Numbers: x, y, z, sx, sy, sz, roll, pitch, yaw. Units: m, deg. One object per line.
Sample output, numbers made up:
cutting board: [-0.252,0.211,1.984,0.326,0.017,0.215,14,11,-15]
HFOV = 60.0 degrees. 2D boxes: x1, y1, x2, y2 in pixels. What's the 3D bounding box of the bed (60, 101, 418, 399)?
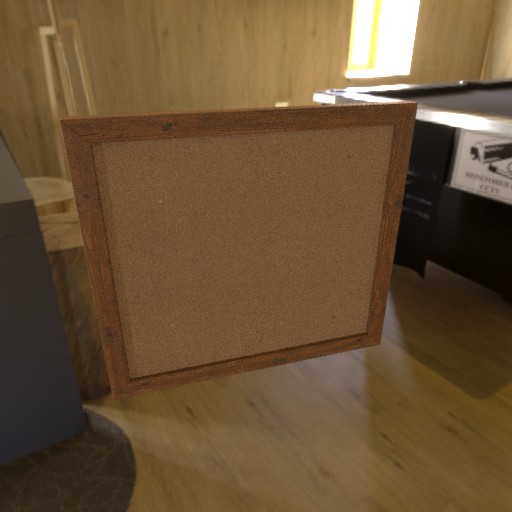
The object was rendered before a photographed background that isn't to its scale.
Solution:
bed: [0.000,0.000,1.480,1.046,0.942,0.046,-8,28,-15]
